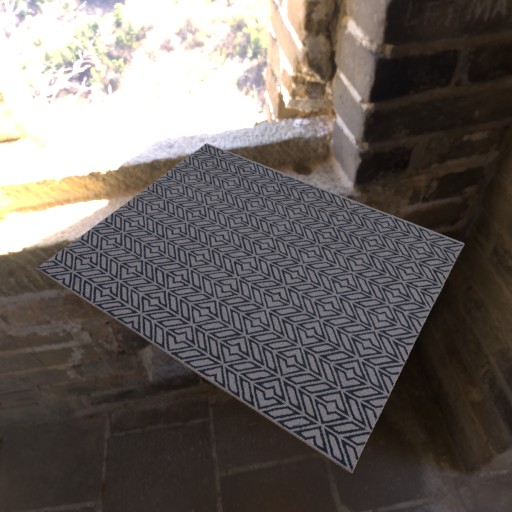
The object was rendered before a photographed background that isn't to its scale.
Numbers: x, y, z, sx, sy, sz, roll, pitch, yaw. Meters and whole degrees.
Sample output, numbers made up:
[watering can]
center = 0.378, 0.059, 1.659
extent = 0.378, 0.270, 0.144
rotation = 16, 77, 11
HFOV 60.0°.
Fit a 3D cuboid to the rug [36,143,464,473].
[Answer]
[rug]
center = 0.000, 0.000, 4.012
extent = 3.045, 0.008, 2.421
rotation = 26, 52, 22
